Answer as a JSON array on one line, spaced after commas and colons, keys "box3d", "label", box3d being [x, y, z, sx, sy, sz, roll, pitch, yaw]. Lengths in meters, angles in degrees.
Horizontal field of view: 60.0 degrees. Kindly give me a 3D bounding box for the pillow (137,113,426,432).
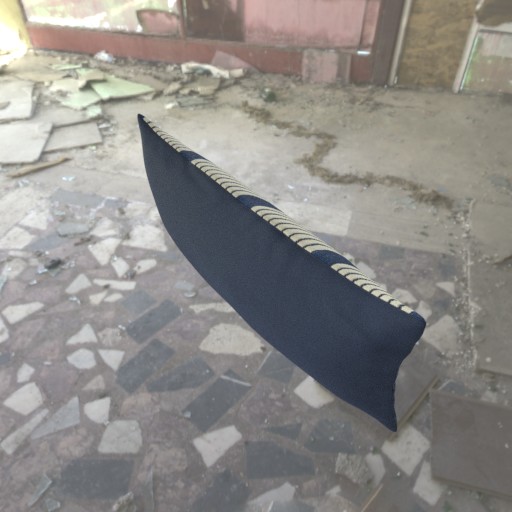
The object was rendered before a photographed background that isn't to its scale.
[{"box3d": [0.000, 0.000, 0.716, 0.156, 0.292, 0.608, -28, 49, -27], "label": "pillow"}]
